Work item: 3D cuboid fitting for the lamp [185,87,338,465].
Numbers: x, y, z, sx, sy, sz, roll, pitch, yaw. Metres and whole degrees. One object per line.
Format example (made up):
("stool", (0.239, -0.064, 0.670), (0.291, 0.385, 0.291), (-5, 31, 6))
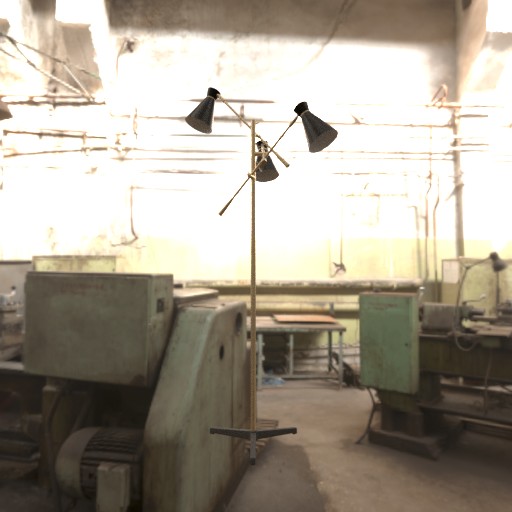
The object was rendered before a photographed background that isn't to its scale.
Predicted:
("lamp", (0.000, 0.000, 2.241), (0.750, 1.804, 0.653), (0, -2, 0))
